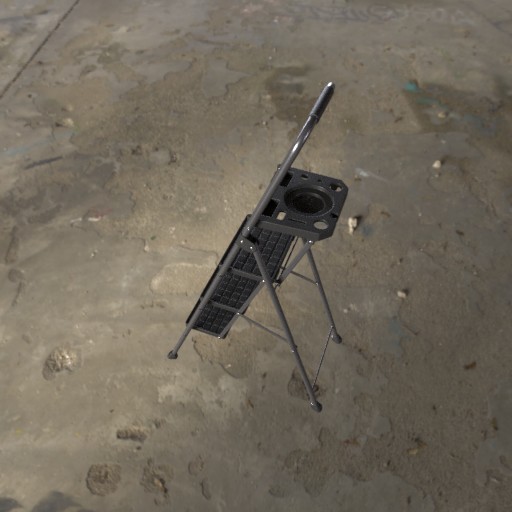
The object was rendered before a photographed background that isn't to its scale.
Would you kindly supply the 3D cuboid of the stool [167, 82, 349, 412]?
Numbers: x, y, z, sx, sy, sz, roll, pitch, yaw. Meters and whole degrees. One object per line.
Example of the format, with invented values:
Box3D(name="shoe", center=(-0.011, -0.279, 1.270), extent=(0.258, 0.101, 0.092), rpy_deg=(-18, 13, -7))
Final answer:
Box3D(name="stool", center=(0.000, 0.000, 1.597), extent=(0.733, 1.277, 0.396), rpy_deg=(16, 50, 14))
